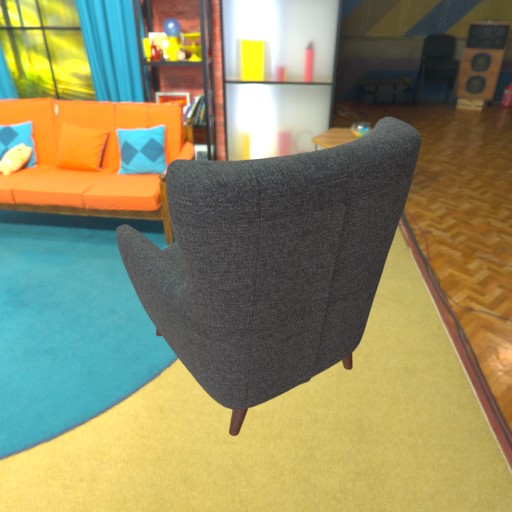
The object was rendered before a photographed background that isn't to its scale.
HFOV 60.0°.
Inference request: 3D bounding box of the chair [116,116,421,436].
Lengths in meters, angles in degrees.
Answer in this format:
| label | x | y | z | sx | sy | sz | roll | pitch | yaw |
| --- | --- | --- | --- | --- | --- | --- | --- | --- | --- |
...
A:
| label | x | y | z | sx | sy | sz | roll | pitch | yaw |
| --- | --- | --- | --- | --- | --- | --- | --- | --- | --- |
| chair | 0.000 | 0.000 | 1.754 | 0.878 | 1.063 | 0.904 | -19 | 36 | -29 |
